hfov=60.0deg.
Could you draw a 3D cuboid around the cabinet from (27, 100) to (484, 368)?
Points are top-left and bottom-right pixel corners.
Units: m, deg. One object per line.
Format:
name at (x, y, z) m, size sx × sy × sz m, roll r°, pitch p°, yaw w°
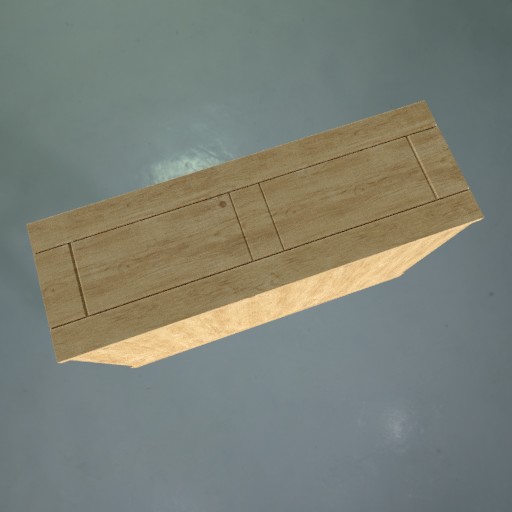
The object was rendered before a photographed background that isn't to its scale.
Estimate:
cabinet at (0.000, 0.000, 1.736) m, size 1.321 × 0.810 × 0.432 m, roll -18°, pitch 75°, yaw -5°
